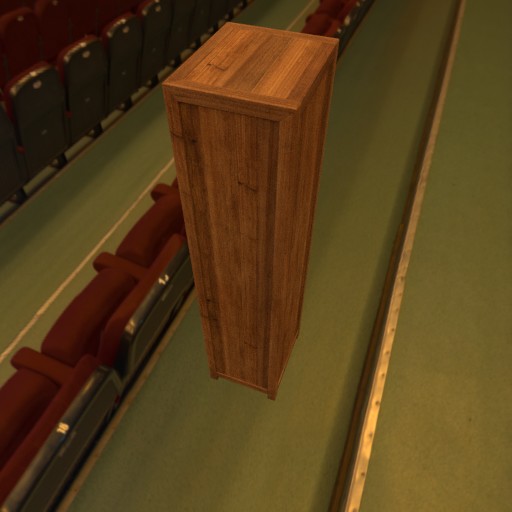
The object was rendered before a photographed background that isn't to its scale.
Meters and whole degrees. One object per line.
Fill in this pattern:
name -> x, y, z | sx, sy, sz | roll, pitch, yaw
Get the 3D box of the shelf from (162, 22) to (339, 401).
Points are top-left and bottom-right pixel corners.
shelf -> 0.000, 0.000, 2.135 | 0.428, 1.900, 0.500 | 16, 50, 14
